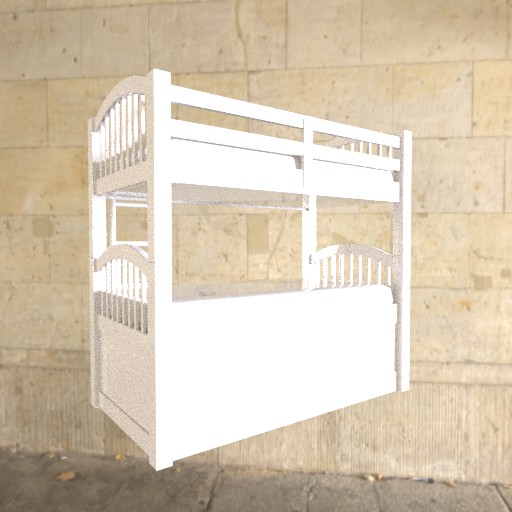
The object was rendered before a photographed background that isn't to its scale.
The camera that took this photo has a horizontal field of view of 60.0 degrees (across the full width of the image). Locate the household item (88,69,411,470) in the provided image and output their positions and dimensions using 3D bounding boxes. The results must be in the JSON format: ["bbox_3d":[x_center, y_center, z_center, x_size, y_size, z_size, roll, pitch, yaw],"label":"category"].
[{"bbox_3d":[0.000,0.000,3.186,2.032,2.032,1.143,-1,2,-36],"label":"household item"}]
